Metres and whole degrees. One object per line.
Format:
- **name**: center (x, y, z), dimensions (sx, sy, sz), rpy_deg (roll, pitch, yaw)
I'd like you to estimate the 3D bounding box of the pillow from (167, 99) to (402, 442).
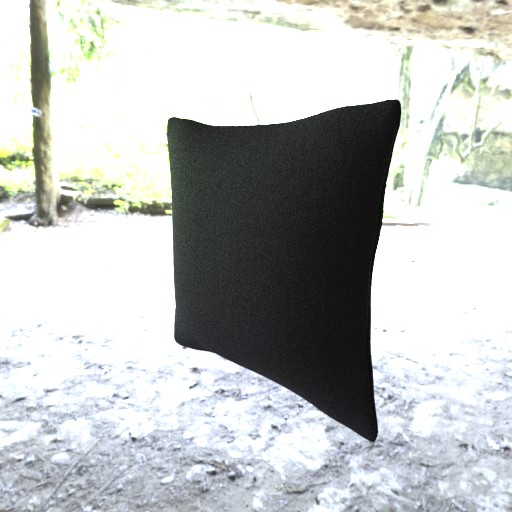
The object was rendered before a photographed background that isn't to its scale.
- **pillow**: center (0.000, 0.000, 0.664), dimensions (0.437, 0.419, 0.136), rpy_deg (13, 19, 43)
